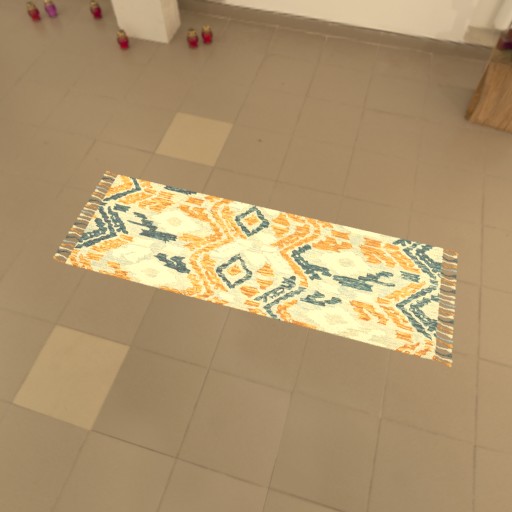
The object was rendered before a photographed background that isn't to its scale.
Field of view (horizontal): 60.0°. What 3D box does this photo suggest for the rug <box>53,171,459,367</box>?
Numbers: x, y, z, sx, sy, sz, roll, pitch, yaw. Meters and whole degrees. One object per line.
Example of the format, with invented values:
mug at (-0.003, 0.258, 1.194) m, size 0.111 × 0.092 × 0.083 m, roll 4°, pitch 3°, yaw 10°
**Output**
rug at (0.000, 0.000, 2.776) m, size 2.437 × 0.010 × 0.783 m, roll 14°, pitch 59°, yaw 8°
